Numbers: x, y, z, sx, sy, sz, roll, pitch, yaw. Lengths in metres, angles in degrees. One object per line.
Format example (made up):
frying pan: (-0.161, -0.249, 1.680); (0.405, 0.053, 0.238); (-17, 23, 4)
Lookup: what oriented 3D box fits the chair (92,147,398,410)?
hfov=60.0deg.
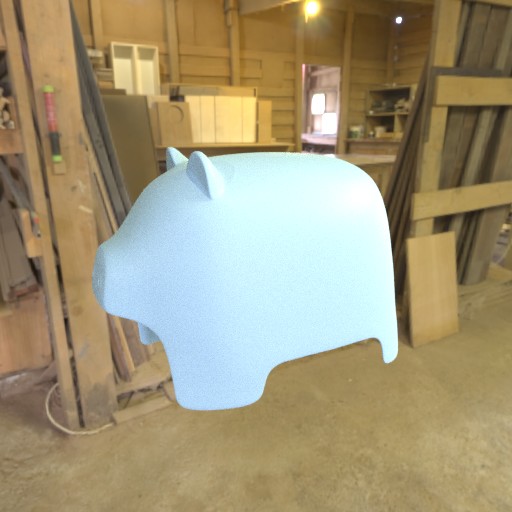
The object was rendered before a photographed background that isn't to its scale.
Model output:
chair: (0.000, 0.000, 0.884); (0.619, 0.423, 0.364); (-9, 19, -27)
